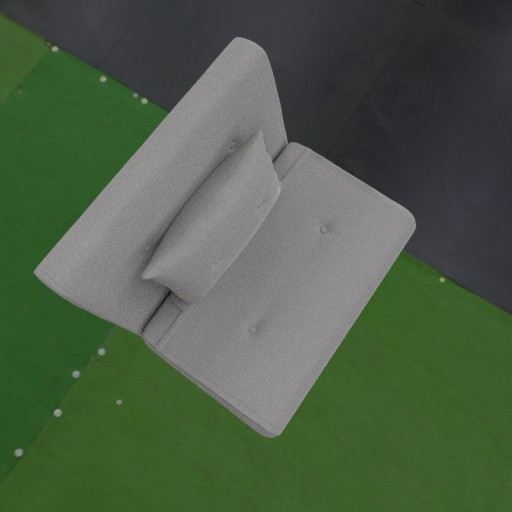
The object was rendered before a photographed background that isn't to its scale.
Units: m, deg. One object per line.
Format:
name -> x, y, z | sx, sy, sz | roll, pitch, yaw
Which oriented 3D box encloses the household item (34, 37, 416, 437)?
household item -> 0.000, 0.000, 1.639 | 0.874, 0.800, 1.000 | 35, 78, 8
